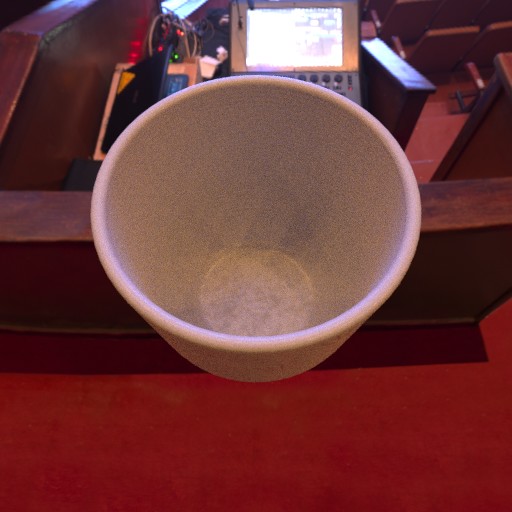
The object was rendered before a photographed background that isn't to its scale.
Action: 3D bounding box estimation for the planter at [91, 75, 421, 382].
[{"bbox_3d":[0.000,0.000,0.296,0.170,0.152,0.170,0,63,0],"label":"planter"}]
